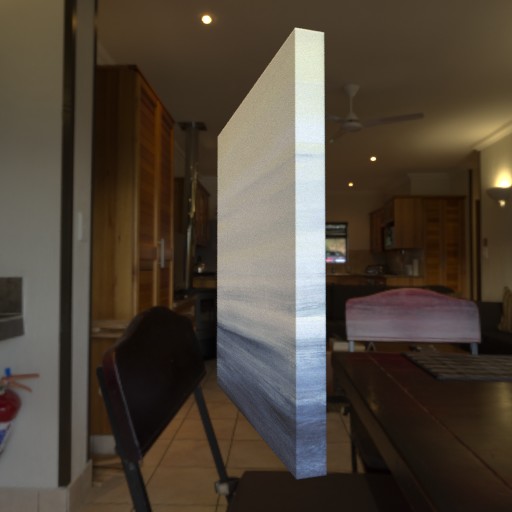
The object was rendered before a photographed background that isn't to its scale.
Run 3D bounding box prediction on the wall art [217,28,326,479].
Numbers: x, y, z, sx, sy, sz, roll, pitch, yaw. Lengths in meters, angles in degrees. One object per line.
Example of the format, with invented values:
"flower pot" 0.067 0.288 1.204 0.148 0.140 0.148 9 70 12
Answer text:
"wall art" 0.000 0.000 0.714 0.037 0.511 0.435 1 -2 -17
